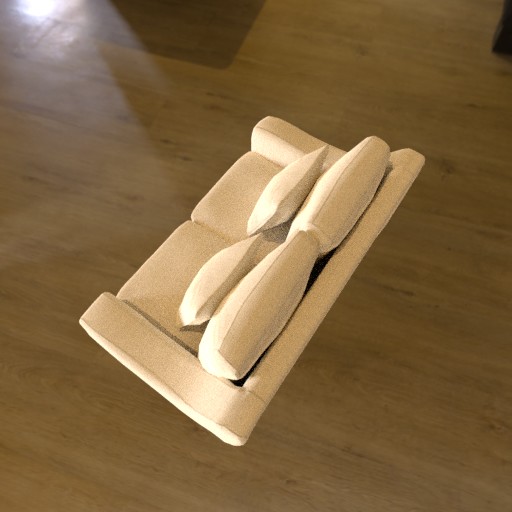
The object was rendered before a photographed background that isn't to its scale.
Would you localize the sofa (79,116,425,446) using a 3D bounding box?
[{"bbox_3d":[0.000,0.000,2.456,1.040,1.047,1.744,31,67,15],"label":"sofa"}]
